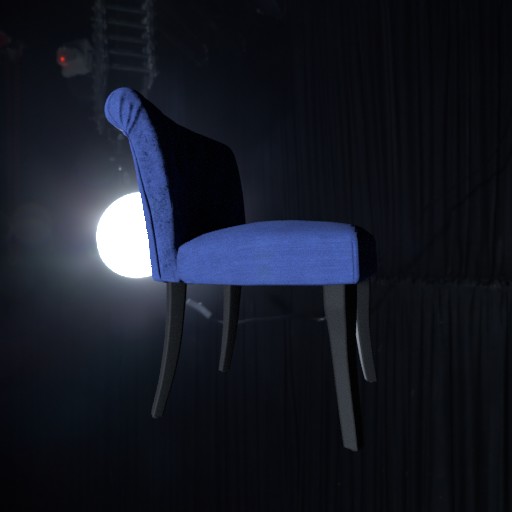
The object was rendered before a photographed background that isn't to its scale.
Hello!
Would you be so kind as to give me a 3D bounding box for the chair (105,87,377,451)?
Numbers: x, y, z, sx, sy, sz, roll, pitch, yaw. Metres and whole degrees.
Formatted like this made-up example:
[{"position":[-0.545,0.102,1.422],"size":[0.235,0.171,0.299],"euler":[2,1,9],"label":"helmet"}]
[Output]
[{"position":[0.000,0.000,1.176],"size":[0.606,0.753,0.585],"euler":[0,1,18],"label":"chair"}]
